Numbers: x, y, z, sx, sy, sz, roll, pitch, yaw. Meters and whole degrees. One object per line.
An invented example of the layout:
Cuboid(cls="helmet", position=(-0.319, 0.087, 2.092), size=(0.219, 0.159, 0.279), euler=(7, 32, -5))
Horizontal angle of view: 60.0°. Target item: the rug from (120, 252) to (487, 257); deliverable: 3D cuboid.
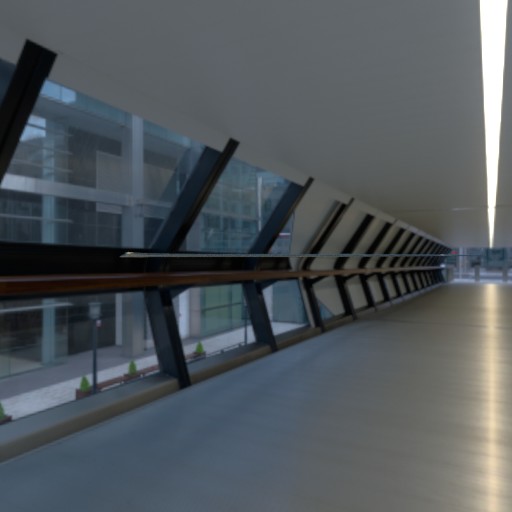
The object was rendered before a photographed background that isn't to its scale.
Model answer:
Cuboid(cls="rug", position=(0.000, 0.000, 3.908), size=(2.277, 0.020, 2.867), euler=(0, 0, -18))
